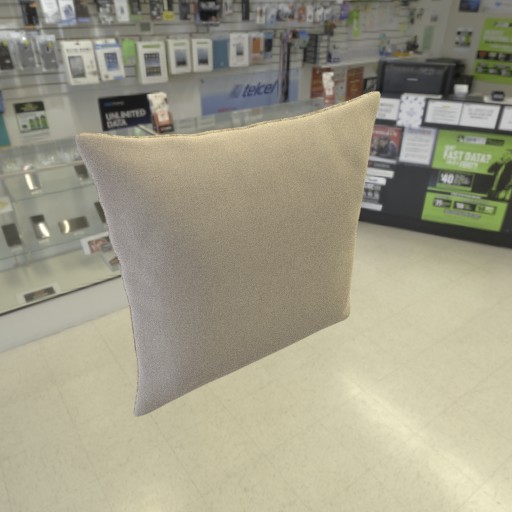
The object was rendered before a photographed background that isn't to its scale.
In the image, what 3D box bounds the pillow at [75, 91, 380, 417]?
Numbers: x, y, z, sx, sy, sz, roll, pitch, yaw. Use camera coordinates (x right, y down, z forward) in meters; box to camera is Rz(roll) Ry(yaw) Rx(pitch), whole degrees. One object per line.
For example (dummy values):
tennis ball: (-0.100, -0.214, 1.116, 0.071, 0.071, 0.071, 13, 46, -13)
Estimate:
pillow: (0.000, 0.000, 0.785, 0.523, 0.510, 0.166, -18, 35, -28)
